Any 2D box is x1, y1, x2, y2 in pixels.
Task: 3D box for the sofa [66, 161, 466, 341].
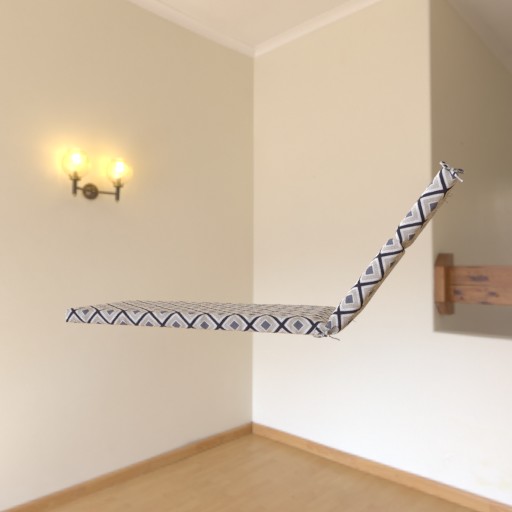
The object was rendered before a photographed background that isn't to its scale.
[{"bbox_3d":[0.000,0.000,1.983,1.663,0.622,0.582,0,-1,19],"label":"sofa"}]
